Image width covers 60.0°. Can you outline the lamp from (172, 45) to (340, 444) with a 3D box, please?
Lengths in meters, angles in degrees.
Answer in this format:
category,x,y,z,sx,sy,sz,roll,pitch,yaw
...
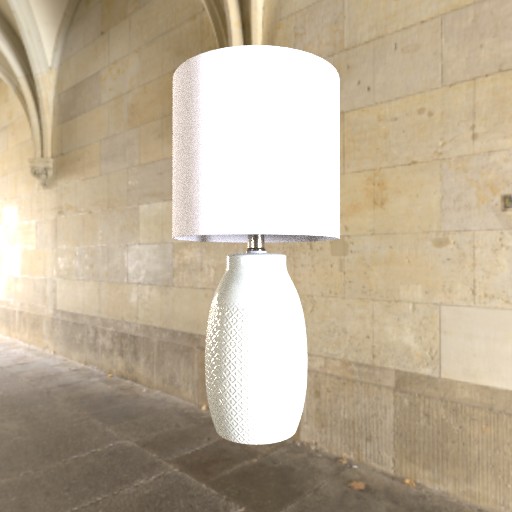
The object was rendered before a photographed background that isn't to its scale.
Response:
category,x,y,z,sx,sy,sz,roll,pitch,yaw
lamp,0.000,0.000,0.584,0.217,0.453,0.217,0,-1,0
